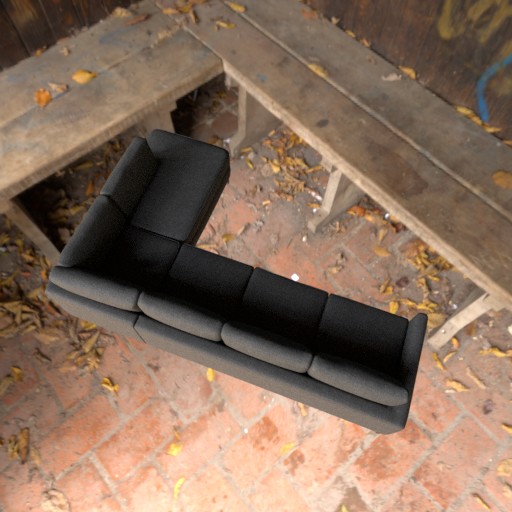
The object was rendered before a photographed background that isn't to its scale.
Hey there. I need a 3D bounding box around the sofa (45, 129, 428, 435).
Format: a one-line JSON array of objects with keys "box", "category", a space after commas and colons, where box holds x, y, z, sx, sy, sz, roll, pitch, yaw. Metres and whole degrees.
[{"box": [0.000, 0.000, 3.878, 2.972, 0.858, 1.984, 18, 65, 9], "category": "sofa"}]
